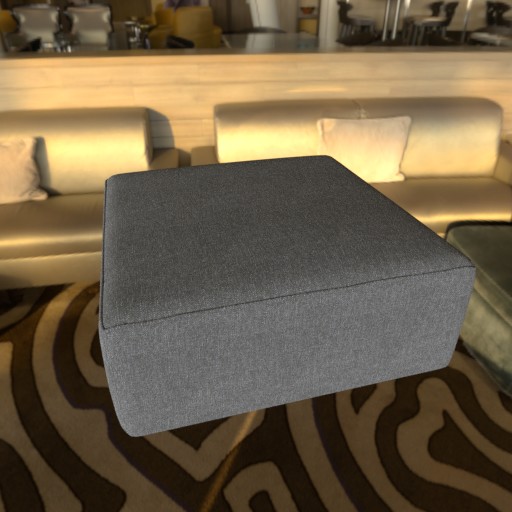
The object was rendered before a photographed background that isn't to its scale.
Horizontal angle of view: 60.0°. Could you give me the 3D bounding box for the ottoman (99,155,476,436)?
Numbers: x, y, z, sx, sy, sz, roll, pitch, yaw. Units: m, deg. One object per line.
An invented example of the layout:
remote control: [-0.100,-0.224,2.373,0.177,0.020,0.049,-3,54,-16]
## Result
ottoman: [0.000,0.000,1.556,1.000,0.439,1.000,-8,32,-13]
